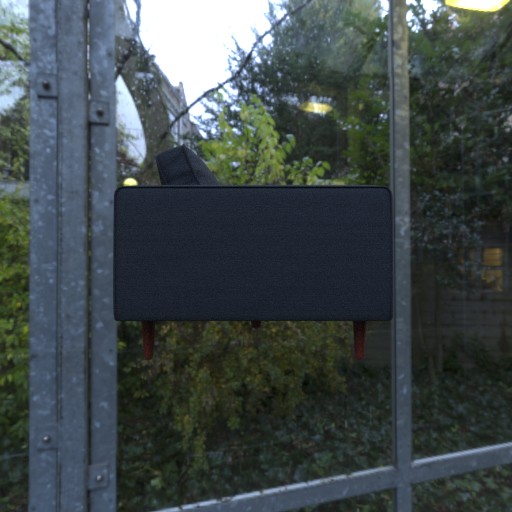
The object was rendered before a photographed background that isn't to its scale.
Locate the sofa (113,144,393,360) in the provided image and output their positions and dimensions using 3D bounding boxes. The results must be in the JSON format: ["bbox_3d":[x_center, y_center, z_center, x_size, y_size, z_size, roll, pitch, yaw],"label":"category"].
[{"bbox_3d":[0.000,0.000,2.324,0.914,0.759,1.875,0,-1,0],"label":"sofa"}]
